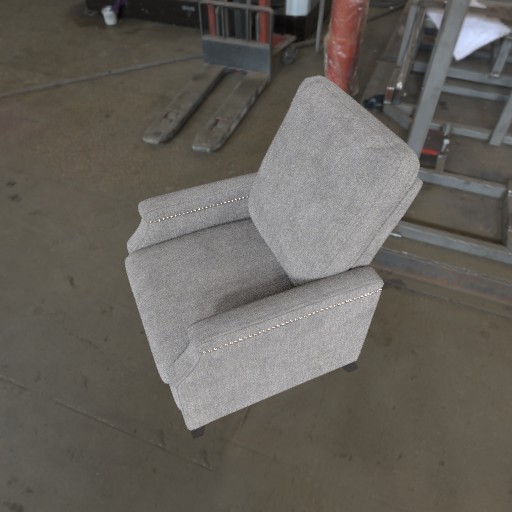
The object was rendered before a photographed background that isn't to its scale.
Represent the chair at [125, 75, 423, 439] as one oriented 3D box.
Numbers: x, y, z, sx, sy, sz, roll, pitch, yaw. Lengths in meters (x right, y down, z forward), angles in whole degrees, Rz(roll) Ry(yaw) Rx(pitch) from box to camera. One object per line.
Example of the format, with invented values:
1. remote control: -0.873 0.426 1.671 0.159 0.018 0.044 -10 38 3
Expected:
1. chair: 0.000 0.000 1.655 0.922 1.049 0.710 -18 50 -16
